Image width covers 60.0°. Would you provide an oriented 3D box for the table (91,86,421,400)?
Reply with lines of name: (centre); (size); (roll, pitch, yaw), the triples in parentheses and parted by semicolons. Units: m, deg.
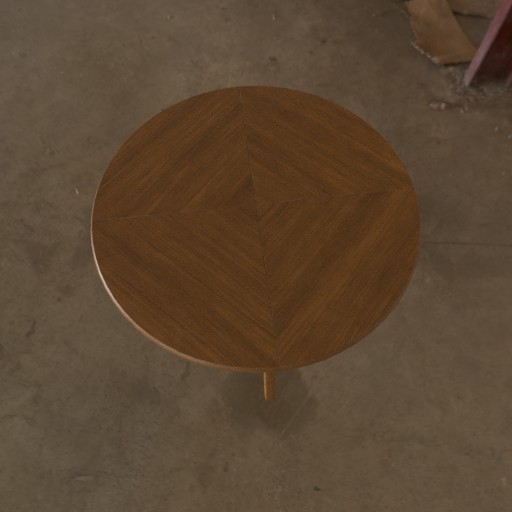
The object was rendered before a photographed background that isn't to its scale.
table: (0.000, 0.000, 1.759); (1.055, 0.757, 1.055); (0, 64, 0)
